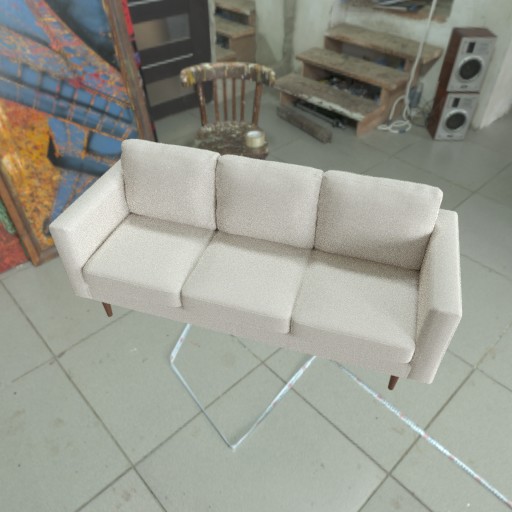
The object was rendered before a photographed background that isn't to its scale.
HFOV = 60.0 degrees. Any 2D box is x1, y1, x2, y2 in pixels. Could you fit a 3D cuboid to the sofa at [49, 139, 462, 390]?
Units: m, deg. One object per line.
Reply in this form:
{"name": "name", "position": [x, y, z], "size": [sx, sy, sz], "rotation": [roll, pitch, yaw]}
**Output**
{"name": "sofa", "position": [0.000, 0.000, 2.476], "size": [2.029, 0.912, 0.802], "rotation": [12, 43, 13]}
